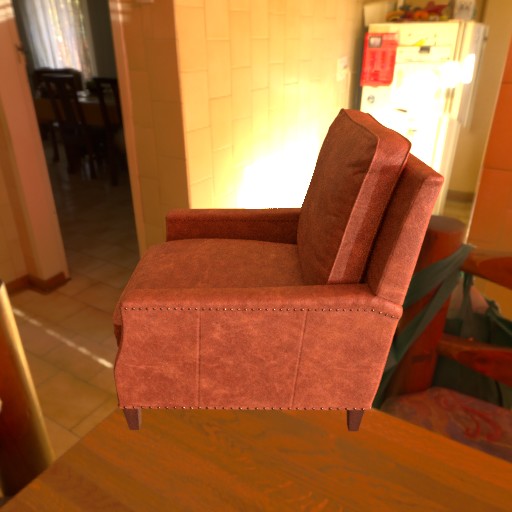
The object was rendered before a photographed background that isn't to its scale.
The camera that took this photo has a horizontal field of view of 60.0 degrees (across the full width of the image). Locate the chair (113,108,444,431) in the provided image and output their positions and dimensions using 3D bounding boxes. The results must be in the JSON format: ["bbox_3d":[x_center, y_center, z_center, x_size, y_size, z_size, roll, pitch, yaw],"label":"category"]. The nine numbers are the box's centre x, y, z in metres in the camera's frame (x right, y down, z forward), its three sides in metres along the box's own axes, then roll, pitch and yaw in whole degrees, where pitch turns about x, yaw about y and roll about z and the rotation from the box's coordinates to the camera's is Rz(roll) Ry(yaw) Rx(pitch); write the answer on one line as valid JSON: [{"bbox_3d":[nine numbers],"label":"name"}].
[{"bbox_3d":[0.000,0.000,1.771,1.035,1.054,0.854,0,26,0],"label":"chair"}]
